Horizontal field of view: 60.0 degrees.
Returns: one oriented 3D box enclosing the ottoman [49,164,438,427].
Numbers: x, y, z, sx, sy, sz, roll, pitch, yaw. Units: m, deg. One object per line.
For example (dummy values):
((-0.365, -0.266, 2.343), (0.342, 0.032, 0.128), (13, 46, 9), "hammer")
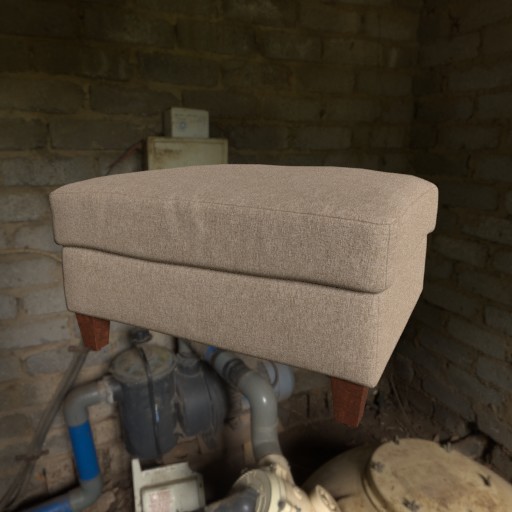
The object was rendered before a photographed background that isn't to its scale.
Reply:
((0.000, 0.000, 1.276), (0.889, 0.511, 0.692), (8, 17, 27), "ottoman")
